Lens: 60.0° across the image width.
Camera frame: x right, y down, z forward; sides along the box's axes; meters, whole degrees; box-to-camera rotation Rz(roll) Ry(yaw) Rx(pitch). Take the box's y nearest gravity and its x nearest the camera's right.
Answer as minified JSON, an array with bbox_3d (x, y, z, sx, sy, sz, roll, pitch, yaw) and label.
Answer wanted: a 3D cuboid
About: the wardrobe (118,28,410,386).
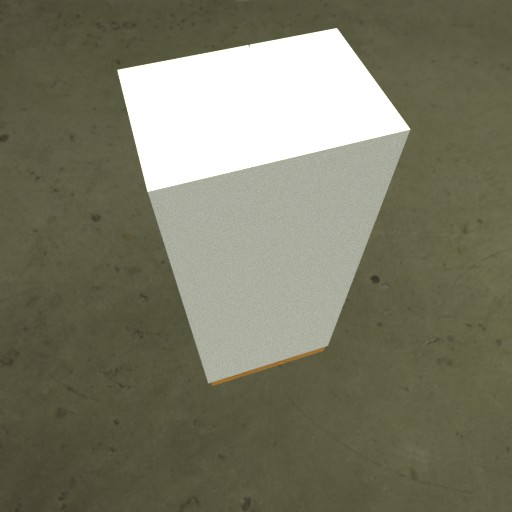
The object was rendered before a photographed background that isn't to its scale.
[{"bbox_3d":[0.000,0.000,2.385,0.860,2.040,0.600,-15,59,-9],"label":"wardrobe"}]
